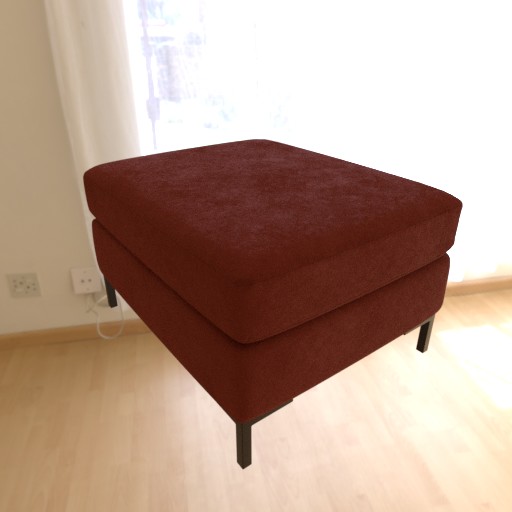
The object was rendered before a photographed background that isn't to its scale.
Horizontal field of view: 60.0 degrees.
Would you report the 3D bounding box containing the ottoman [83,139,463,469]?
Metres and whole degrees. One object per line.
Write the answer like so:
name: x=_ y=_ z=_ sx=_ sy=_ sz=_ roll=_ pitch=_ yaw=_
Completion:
ottoman: x=0.000 y=0.000 z=1.194 sx=0.650 sy=0.462 sz=0.782 roll=-19 pitch=32 yaw=-32
